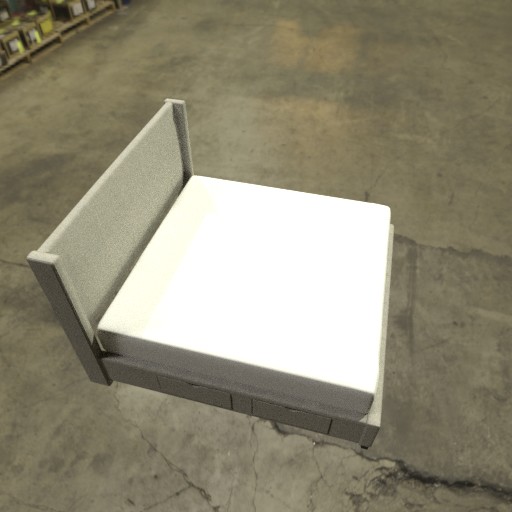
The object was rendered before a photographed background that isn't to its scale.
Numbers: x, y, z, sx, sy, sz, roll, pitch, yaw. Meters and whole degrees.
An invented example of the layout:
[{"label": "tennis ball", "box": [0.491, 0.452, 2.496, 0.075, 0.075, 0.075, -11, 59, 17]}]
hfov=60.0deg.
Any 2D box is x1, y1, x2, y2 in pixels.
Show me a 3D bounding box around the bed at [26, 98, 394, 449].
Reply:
[{"label": "bed", "box": [0.000, 0.000, 3.668, 2.280, 1.470, 2.140, 11, 46, 10]}]
